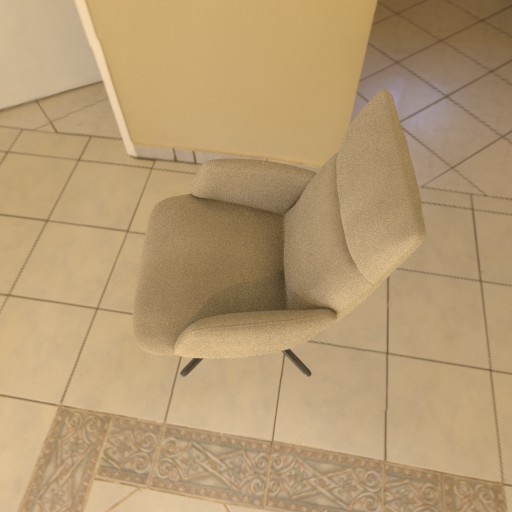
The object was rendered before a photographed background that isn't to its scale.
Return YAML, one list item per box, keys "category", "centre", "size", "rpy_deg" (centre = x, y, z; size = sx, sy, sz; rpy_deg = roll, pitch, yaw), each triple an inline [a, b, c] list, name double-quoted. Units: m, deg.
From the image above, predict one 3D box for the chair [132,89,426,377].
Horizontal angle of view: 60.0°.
- category: "chair"
  centre: [0.000, 0.000, 1.582]
  size: [0.889, 1.016, 0.711]
  rpy_deg: [0, 58, 0]
